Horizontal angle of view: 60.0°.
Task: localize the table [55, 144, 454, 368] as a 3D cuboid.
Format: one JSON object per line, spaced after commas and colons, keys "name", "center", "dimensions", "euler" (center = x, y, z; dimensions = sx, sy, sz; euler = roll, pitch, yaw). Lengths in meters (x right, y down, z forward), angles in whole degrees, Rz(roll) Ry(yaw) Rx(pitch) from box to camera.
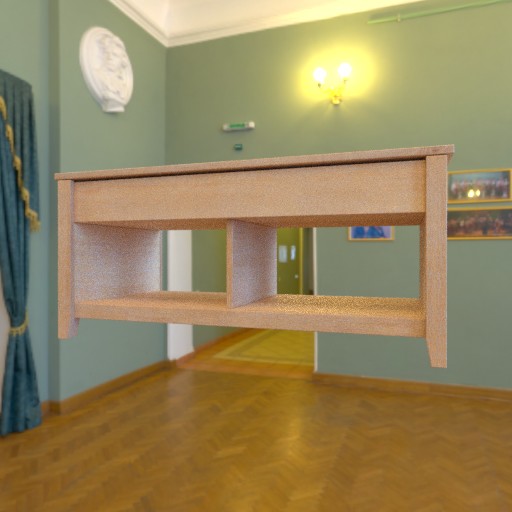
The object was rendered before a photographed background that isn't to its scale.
{"name": "table", "center": [0.000, 0.000, 1.294], "dimensions": [1.016, 0.457, 0.483], "euler": [0, 0, 19]}
